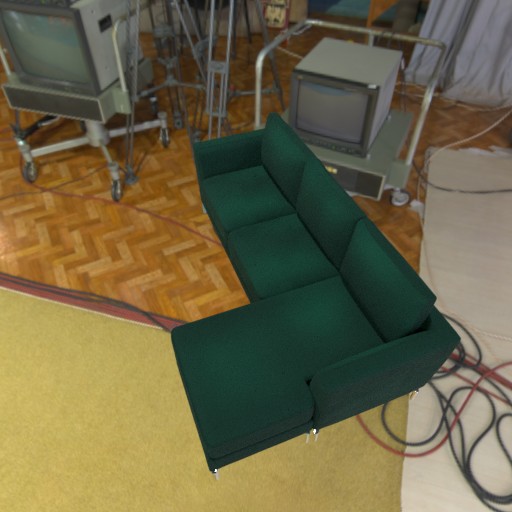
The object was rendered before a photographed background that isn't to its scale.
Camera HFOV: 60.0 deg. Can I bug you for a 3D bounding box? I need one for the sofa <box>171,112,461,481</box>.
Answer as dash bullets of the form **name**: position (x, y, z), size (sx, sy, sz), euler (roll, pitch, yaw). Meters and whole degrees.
- **sofa**: position (0.000, 0.000, 3.195), size (1.489, 1.007, 2.441), euler (-16, 49, -15)
